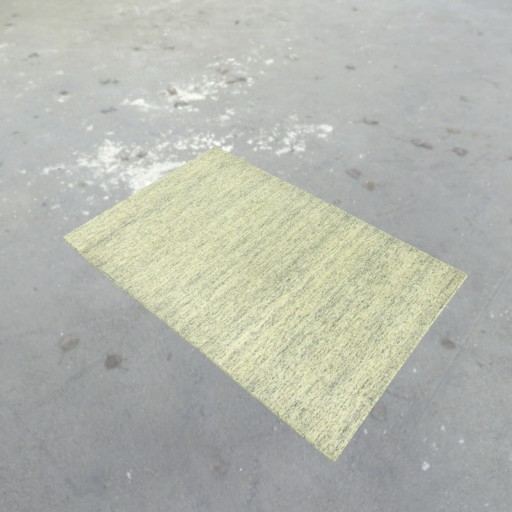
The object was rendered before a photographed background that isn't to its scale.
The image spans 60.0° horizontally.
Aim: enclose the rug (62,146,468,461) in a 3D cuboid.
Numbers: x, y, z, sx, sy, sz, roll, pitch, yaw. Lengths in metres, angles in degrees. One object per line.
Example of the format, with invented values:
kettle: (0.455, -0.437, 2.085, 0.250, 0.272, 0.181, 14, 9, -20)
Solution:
rug: (0.000, 0.000, 2.400, 1.846, 0.014, 1.243, 32, 54, 27)
